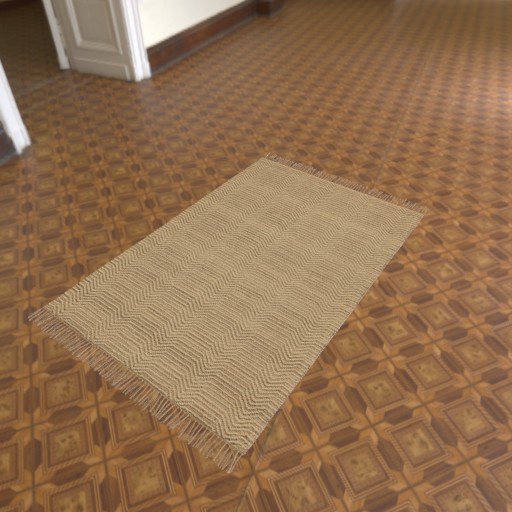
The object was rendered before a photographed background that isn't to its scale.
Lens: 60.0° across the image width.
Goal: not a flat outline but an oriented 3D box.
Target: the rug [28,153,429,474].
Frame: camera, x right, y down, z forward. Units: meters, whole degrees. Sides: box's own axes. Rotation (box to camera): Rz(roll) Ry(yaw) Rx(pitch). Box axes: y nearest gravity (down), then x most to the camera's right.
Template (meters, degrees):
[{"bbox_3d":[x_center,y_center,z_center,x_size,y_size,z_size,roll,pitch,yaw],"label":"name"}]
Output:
[{"bbox_3d":[0.000,0.000,2.430,1.224,0.027,2.021,26,47,26],"label":"rug"}]
